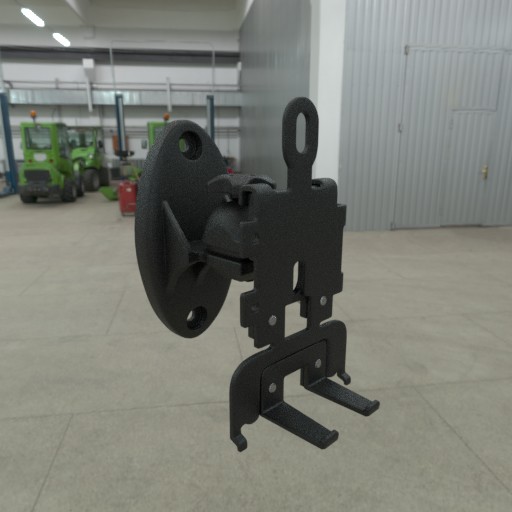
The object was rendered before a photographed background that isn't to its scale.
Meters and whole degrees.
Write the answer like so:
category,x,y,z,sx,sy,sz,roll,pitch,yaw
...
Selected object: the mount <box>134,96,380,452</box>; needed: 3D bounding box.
category,x,y,z,sx,sy,sz,roll,pitch,yaw
mount,0.000,0.000,0.178,0.066,0.118,0.100,-13,20,-42
